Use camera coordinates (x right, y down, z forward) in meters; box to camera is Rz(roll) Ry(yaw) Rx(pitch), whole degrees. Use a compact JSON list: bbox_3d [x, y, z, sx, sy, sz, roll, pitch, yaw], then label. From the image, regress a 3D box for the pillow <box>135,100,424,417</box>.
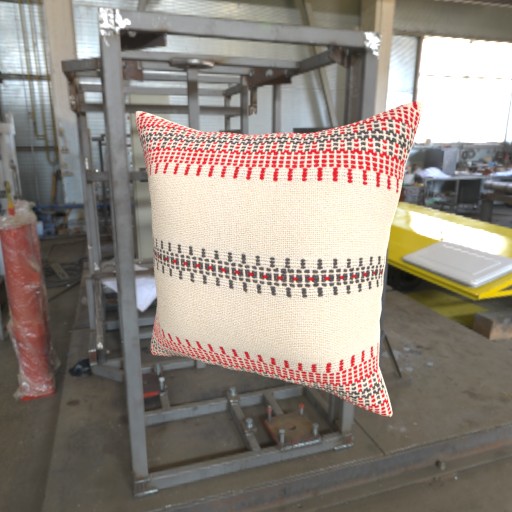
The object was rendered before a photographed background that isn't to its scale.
[{"bbox_3d":[0.000,0.000,0.707,0.463,0.454,0.160,7,17,26],"label":"pillow"}]
